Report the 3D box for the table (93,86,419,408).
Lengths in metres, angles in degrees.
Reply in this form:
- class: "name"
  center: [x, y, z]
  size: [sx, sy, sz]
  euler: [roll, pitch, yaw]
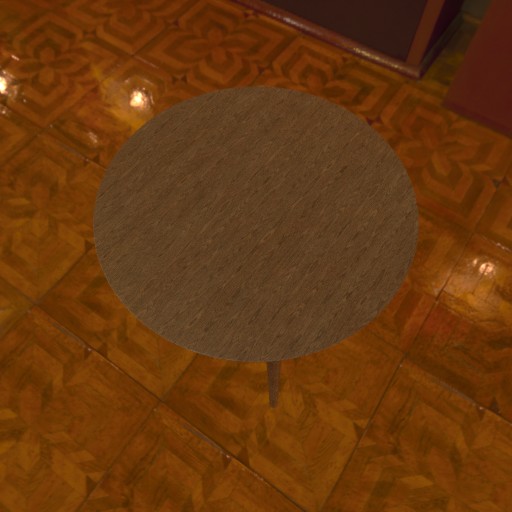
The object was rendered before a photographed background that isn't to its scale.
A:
- class: "table"
  center: [0.000, 0.000, 1.803]
  size: [1.053, 0.786, 1.053]
  euler: [0, 63, 0]
